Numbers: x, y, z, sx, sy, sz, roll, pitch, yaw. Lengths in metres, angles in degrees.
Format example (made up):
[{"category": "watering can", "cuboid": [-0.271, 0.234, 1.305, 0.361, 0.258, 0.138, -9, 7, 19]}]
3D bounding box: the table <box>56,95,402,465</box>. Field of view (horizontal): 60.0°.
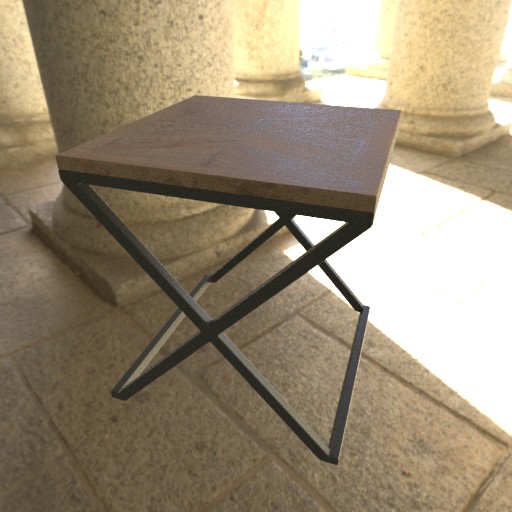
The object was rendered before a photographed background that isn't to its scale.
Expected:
[{"category": "table", "cuboid": [0.000, 0.000, 0.965, 0.498, 0.550, 0.499, 10, 32, 16]}]
